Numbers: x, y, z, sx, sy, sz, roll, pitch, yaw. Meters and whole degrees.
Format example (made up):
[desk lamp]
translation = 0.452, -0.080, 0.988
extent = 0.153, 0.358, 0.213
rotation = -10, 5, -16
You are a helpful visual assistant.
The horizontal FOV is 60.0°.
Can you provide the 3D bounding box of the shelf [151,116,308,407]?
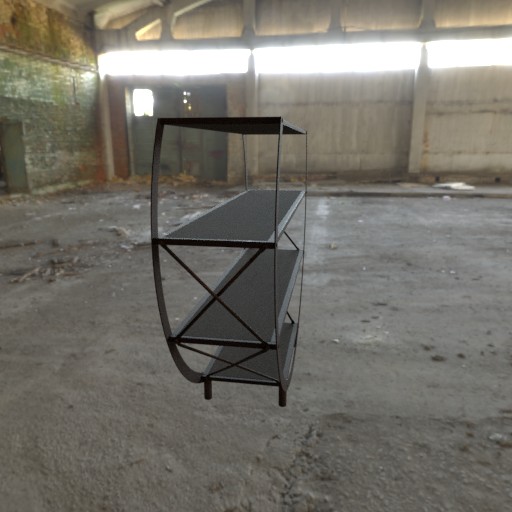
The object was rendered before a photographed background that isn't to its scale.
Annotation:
[shelf]
translation = 0.000, 0.000, 1.892
extent = 0.344, 1.063, 1.403
rotation = 2, 14, 9
